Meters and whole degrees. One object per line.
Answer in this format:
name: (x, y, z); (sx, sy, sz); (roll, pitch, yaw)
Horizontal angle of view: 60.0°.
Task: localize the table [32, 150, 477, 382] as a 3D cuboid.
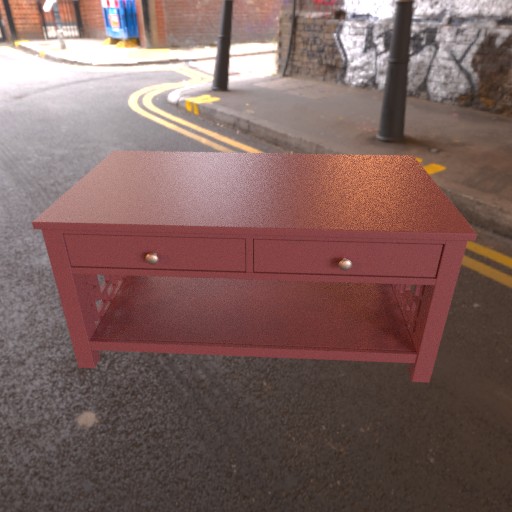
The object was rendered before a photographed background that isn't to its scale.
table: (0.000, 0.000, 1.436); (1.068, 0.493, 0.612); (2, 30, 3)
